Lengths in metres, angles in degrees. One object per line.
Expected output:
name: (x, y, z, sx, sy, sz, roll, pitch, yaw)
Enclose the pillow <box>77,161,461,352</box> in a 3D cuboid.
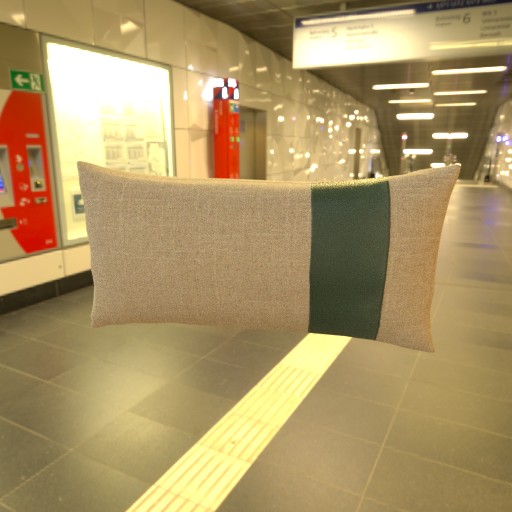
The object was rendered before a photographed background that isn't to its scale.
pillow: (0.000, 0.000, 1.030, 0.859, 0.429, 0.197, 2, 14, 8)
